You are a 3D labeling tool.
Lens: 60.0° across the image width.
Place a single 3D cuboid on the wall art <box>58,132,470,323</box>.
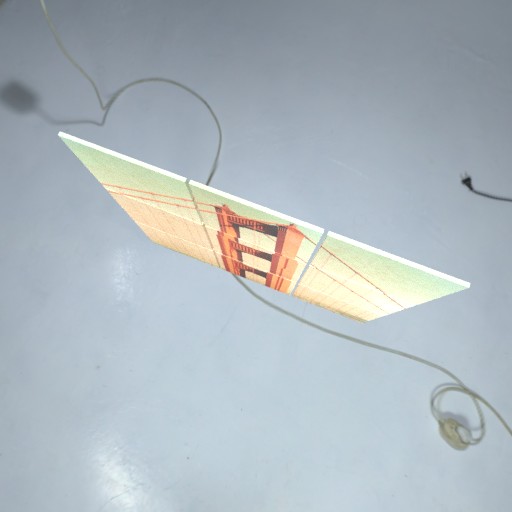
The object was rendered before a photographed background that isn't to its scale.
[{"bbox_3d":[0.000,0.000,1.815,1.214,1.219,0.013,21,78,5],"label":"wall art"}]
